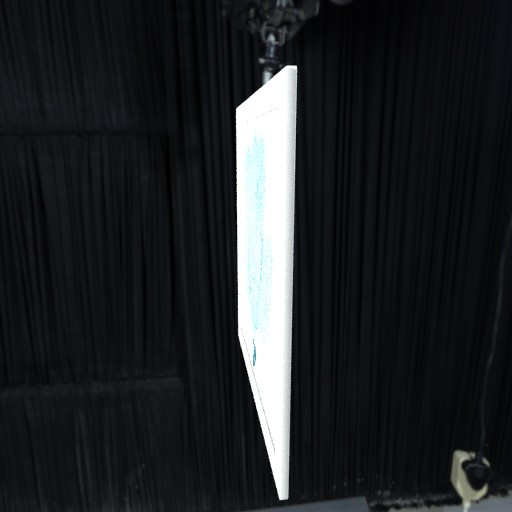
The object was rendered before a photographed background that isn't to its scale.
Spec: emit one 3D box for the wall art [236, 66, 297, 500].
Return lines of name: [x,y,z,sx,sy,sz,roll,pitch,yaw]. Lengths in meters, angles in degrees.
wall art: [0.000,0.000,0.851,0.013,0.584,0.584,-2,14,-8]
